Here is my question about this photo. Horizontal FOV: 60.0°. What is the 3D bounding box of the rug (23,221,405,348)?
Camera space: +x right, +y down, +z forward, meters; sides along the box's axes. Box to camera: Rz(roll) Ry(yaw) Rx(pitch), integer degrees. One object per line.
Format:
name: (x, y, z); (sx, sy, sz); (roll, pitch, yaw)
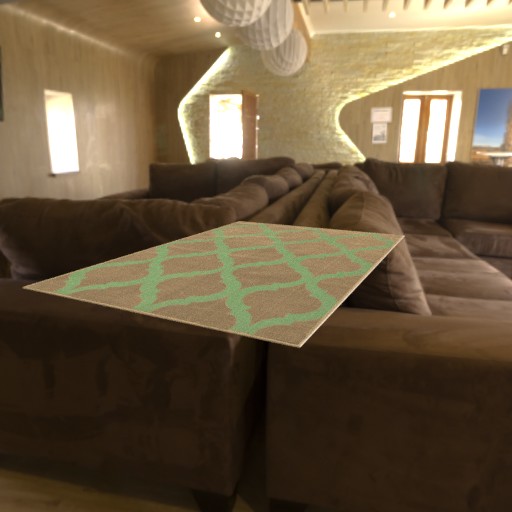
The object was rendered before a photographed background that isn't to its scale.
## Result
rug: (0.000, 0.000, 2.925); (1.524, 0.006, 2.286); (7, 16, 26)
